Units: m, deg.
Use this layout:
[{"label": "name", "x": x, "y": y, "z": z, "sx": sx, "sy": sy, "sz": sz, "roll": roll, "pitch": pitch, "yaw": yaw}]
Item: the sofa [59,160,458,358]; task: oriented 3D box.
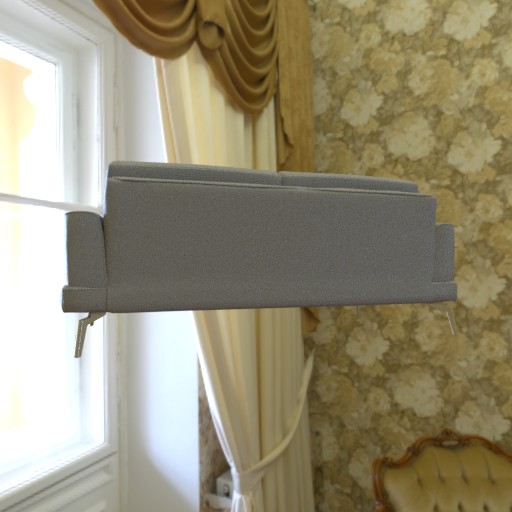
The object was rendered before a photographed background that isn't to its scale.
[{"label": "sofa", "x": 0.000, "y": 0.000, "z": 2.760, "sx": 2.177, "sy": 0.930, "sz": 1.121, "roll": 0, "pitch": -1, "yaw": -17}]
